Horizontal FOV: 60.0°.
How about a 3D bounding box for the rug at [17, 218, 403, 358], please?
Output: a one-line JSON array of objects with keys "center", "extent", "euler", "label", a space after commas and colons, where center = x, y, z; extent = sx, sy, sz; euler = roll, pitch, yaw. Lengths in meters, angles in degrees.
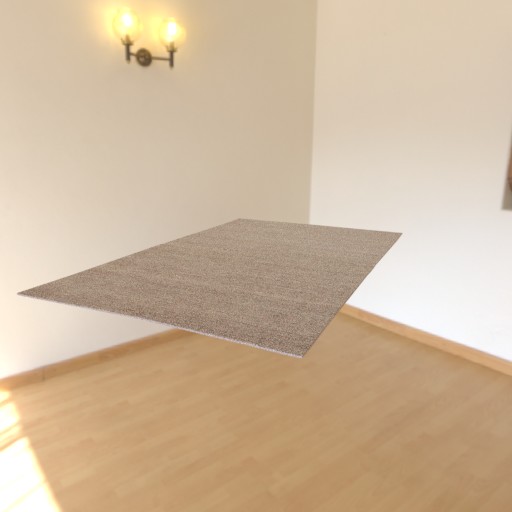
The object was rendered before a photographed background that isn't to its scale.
[{"center": [0.000, 0.000, 2.216], "extent": [1.154, 0.021, 1.792], "euler": [7, 17, 25], "label": "rug"}]
